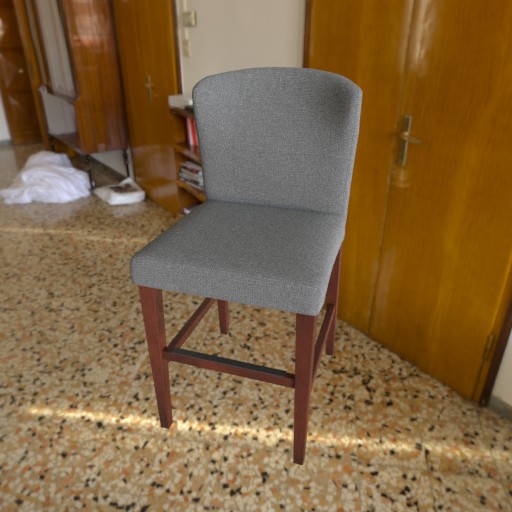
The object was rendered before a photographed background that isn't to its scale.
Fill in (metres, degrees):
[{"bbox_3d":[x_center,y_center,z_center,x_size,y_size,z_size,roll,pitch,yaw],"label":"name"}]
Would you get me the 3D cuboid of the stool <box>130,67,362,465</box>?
[{"bbox_3d":[0.000,0.000,1.270,0.479,0.968,0.568,8,28,16],"label":"stool"}]
